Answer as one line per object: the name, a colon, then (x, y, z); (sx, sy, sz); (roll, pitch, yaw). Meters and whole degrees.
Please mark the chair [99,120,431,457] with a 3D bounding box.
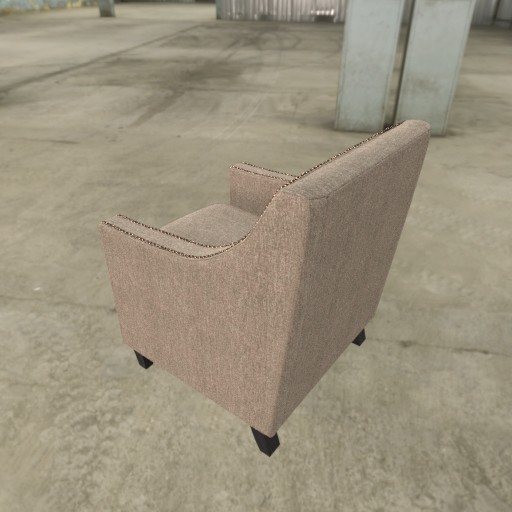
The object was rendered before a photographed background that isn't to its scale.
chair: (0.000, 0.000, 1.641); (0.884, 0.967, 0.776); (22, 37, 31)
